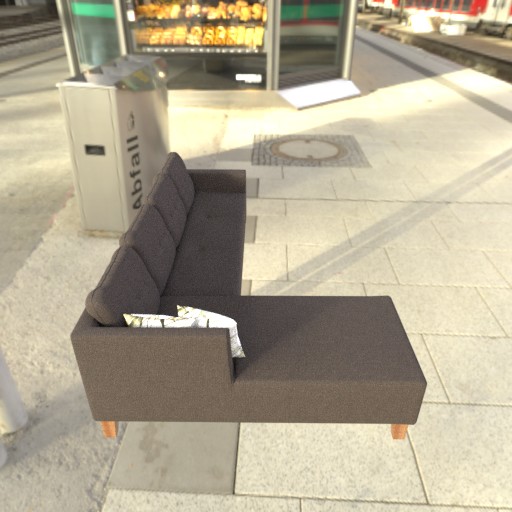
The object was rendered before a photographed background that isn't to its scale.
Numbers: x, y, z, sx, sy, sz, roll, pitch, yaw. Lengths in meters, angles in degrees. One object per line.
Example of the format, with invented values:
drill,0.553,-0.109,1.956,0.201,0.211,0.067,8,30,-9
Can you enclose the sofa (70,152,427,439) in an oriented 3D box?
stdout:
sofa,0.000,0.000,3.454,1.829,0.932,2.679,0,31,0
